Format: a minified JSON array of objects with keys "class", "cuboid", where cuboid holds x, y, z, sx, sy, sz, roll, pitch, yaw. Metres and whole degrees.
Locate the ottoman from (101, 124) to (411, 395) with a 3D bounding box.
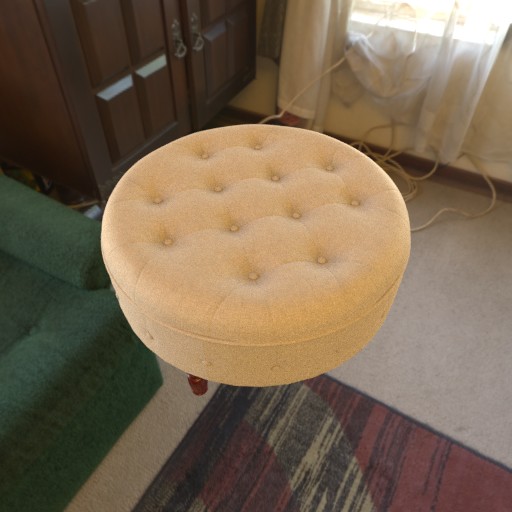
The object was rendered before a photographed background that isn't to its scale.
[{"class":"ottoman","cuboid":[0.000,0.000,1.366,0.849,0.478,0.849,0,46,0]}]
